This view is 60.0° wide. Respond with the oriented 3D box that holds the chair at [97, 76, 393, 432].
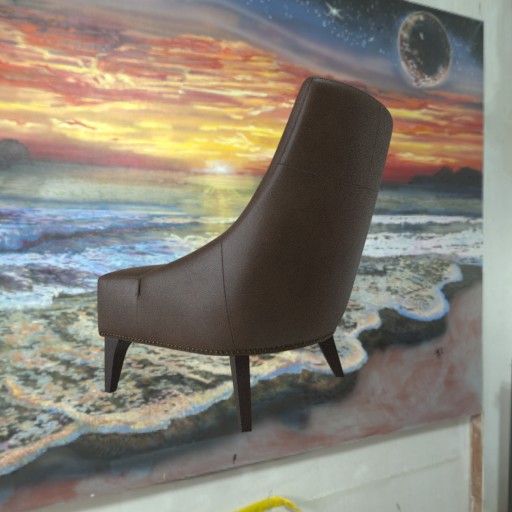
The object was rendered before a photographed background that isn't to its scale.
[{"bbox_3d":[0.000,0.000,1.510,0.861,0.909,0.701,1,2,35],"label":"chair"}]
